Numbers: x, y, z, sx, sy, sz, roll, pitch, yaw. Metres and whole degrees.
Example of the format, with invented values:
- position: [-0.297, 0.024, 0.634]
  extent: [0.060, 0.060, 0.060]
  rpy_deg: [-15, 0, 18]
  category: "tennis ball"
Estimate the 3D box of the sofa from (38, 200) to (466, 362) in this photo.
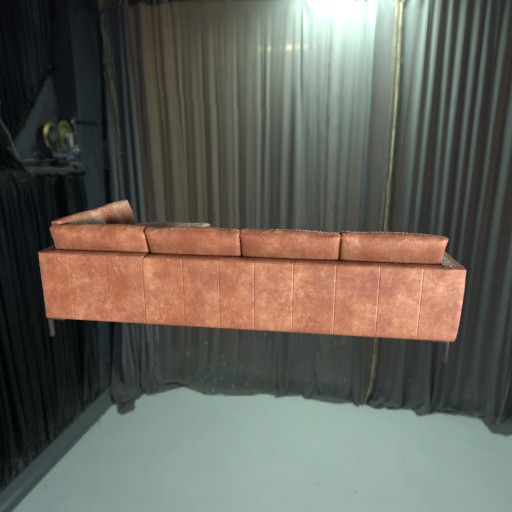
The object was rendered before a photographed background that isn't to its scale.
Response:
- position: [0.000, 0.000, 3.962]
  extent: [2.984, 0.877, 1.938]
  rpy_deg: [2, 15, 8]
  category: "sofa"
